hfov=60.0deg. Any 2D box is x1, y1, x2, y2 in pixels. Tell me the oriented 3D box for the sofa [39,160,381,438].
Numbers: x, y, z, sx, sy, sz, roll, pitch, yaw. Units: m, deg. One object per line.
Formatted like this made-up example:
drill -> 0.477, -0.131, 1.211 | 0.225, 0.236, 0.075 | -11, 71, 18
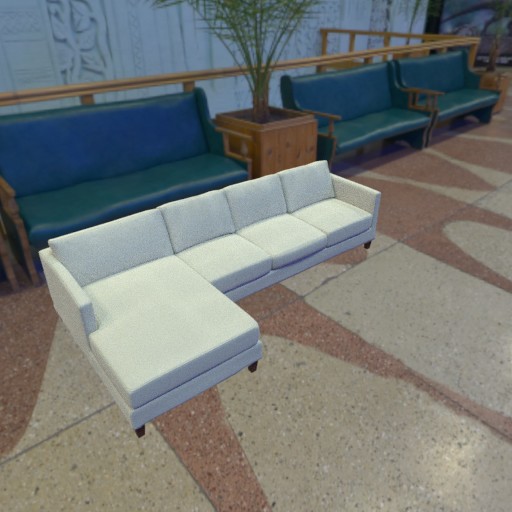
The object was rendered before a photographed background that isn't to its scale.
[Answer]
sofa -> 0.000, 0.000, 3.969 | 3.186, 0.861, 1.625 | -22, 37, -32
